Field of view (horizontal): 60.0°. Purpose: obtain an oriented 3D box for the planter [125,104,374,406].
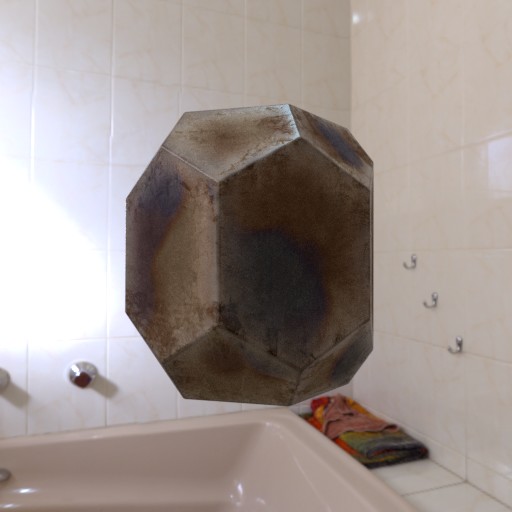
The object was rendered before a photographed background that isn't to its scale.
[{"bbox_3d":[0.000,0.000,0.430,0.243,0.238,0.221,0,-1,-17],"label":"planter"}]
